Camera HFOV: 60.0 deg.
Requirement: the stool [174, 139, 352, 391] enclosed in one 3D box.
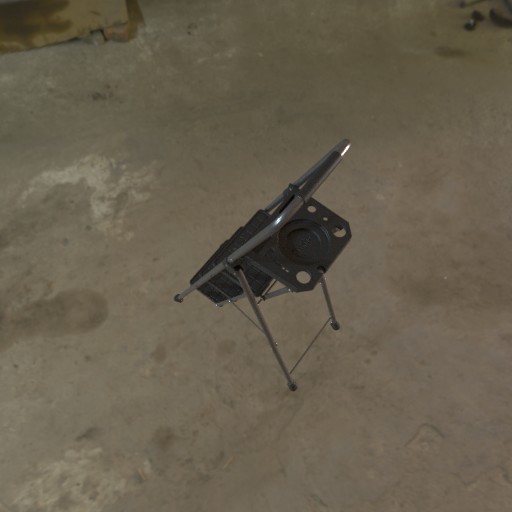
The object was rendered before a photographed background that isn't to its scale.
[{"bbox_3d":[0.000,0.000,1.572,0.733,1.277,0.396,35,70,15],"label":"stool"}]
